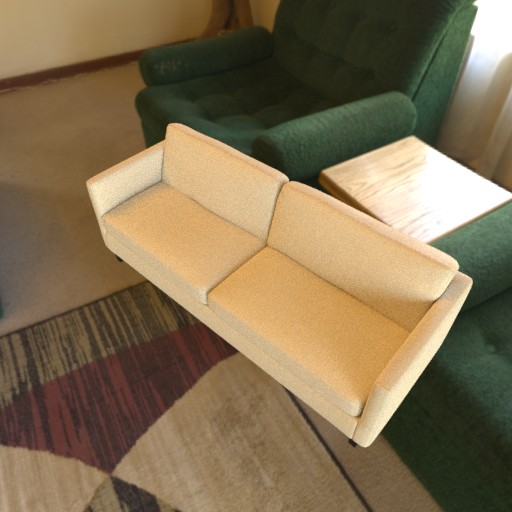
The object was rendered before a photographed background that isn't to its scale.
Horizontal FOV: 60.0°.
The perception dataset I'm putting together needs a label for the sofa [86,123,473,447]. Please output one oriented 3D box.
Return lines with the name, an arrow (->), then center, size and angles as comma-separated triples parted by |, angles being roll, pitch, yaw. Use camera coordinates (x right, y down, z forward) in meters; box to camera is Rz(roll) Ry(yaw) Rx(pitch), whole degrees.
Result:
sofa -> 0.000, 0.000, 2.961 | 2.434, 0.965, 0.948 | 32, 54, 28
